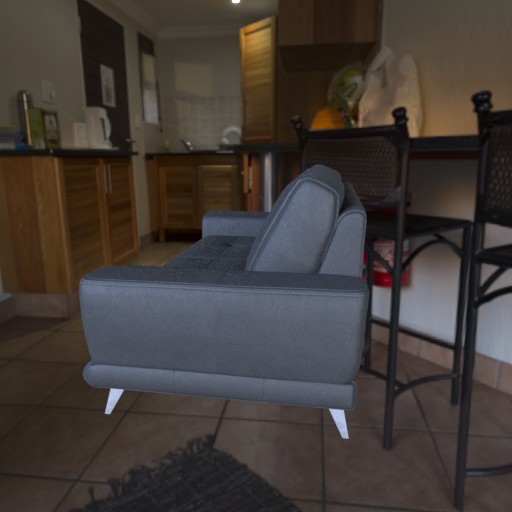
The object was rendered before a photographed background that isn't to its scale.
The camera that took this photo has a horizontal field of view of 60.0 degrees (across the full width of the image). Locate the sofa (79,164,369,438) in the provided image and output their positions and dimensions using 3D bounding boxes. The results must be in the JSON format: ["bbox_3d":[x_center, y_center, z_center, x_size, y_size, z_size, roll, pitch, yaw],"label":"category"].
[{"bbox_3d":[0.000,0.000,2.323,1.018,0.907,1.806,2,14,9],"label":"sofa"}]
